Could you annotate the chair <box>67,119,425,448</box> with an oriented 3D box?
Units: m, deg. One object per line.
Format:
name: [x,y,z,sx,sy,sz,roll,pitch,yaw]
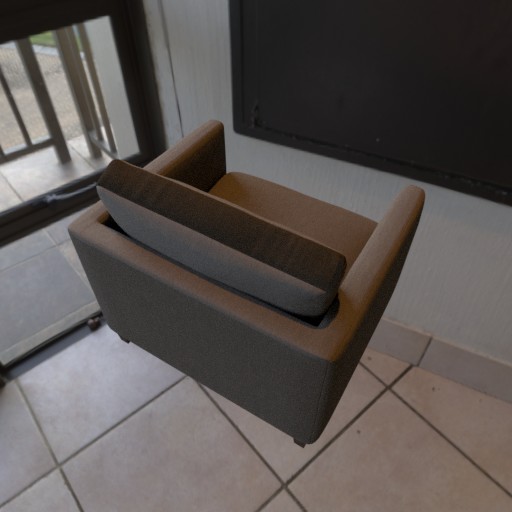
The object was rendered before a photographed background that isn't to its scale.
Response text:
chair: [0.000,0.000,1.898,1.107,0.963,0.959,24,51,21]
